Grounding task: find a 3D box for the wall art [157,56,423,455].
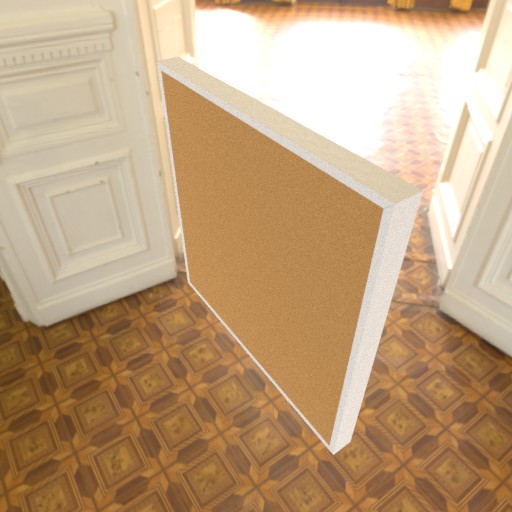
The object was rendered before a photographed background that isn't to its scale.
[{"bbox_3d":[0.000,0.000,0.747,0.040,0.509,0.509,-25,47,-26],"label":"wall art"}]
